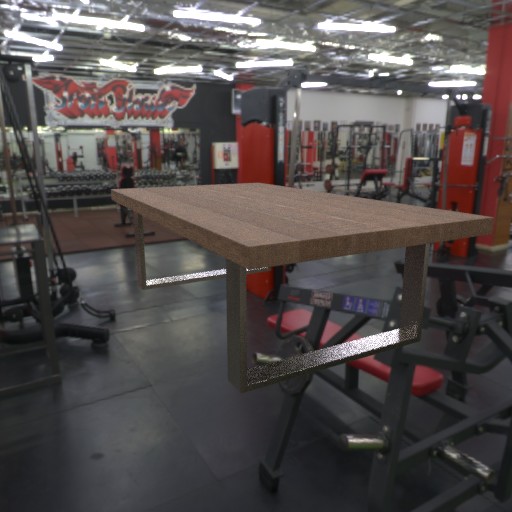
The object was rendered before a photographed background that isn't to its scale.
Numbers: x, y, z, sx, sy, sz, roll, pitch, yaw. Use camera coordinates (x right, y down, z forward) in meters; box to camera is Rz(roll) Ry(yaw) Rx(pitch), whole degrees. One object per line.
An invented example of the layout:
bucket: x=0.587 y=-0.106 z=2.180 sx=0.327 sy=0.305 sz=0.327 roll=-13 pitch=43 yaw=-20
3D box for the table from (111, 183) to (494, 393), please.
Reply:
table: x=0.000 y=0.000 z=1.740 sx=0.800 sy=0.440 sz=1.400 roll=-8 pitch=16 yaw=-28
